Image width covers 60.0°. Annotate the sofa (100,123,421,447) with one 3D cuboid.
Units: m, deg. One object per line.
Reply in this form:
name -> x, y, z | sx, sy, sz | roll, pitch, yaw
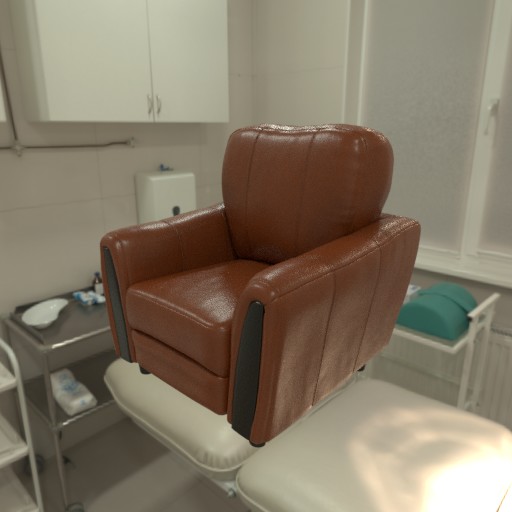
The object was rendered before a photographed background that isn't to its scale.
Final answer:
sofa -> 0.000, 0.000, 1.531 | 0.836, 0.876, 0.789 | 15, 22, 41
